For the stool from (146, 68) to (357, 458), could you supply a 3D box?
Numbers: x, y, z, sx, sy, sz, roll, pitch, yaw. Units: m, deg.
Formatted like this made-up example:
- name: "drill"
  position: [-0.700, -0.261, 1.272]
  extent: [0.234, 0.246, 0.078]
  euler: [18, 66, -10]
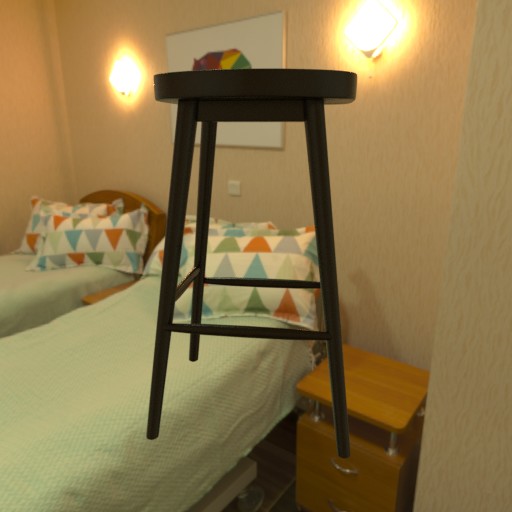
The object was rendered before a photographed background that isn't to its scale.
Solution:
- name: "stool"
  position: [0.000, 0.000, 0.999]
  extent: [0.440, 0.749, 0.361]
  euler: [2, 17, 7]
